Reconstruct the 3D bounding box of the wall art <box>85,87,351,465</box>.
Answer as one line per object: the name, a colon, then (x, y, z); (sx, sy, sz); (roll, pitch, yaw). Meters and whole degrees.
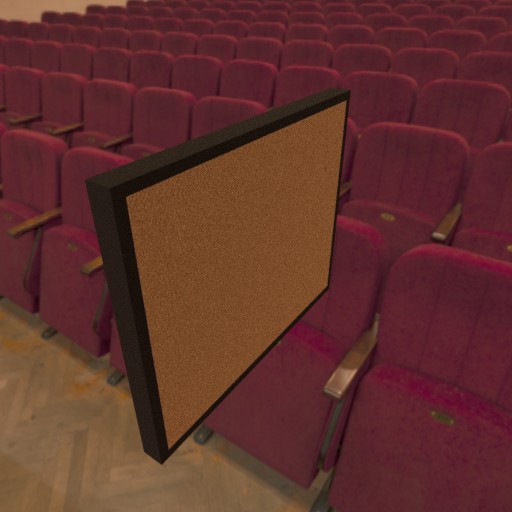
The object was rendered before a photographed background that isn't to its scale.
wall art: (0.000, 0.000, 0.541); (0.028, 0.325, 0.397); (20, 37, 29)
